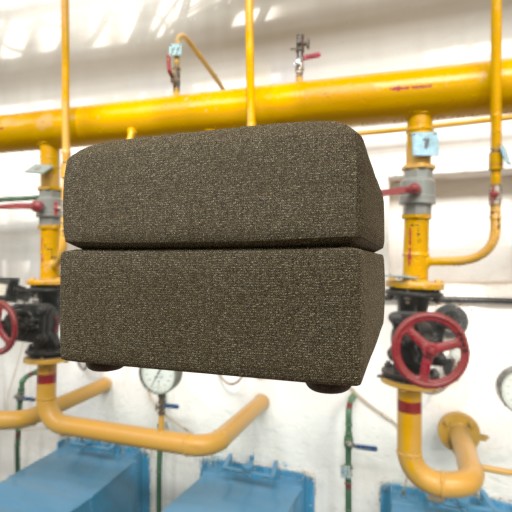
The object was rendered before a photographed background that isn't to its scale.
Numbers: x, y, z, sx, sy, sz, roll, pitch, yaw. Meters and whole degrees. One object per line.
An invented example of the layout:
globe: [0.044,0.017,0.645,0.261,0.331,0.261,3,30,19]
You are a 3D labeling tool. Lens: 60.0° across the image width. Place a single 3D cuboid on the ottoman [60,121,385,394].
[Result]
ottoman: [0.000,0.000,1.109,0.598,0.476,0.742,0,-1,19]
